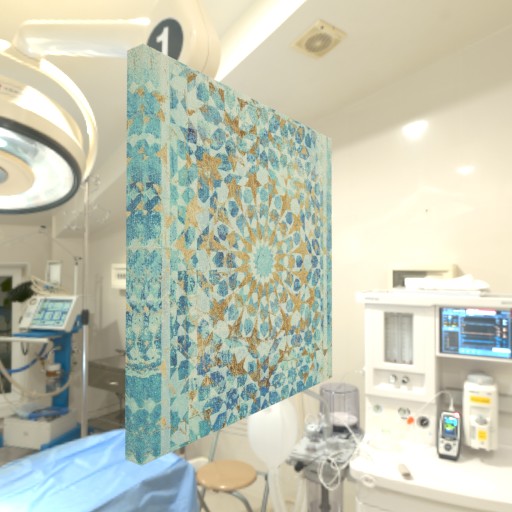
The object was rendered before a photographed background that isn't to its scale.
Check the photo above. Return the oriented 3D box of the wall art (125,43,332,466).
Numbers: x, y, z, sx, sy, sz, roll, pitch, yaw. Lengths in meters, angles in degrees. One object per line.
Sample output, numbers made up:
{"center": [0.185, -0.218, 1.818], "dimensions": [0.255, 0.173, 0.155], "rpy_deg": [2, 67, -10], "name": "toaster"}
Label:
{"center": [0.000, 0.000, 0.895], "dimensions": [0.040, 0.609, 0.609], "rpy_deg": [-1, -1, 36], "name": "wall art"}
